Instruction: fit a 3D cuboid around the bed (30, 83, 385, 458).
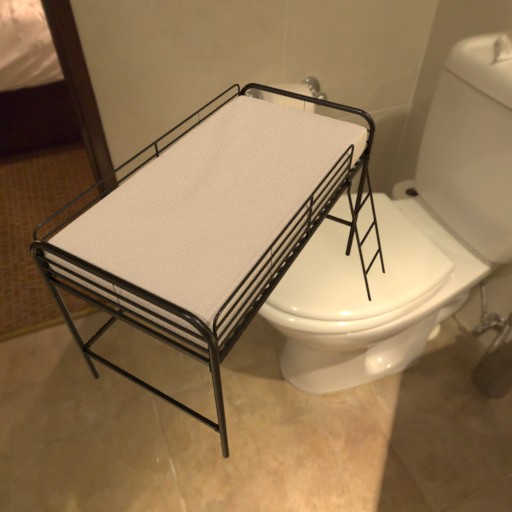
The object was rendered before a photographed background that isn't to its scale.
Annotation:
[{"bbox_3d":[0.000,0.000,2.859,1.393,1.289,1.968,22,49,21],"label":"bed"}]
